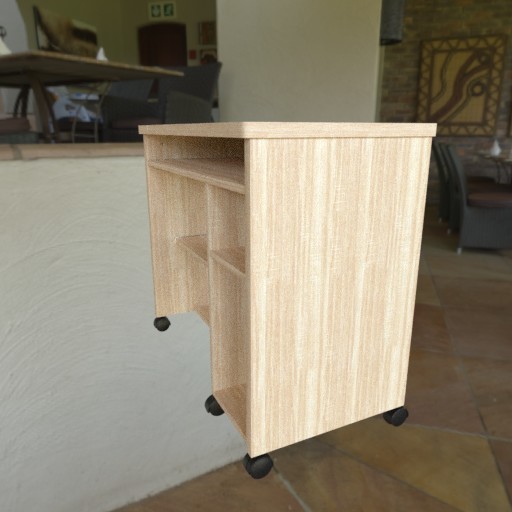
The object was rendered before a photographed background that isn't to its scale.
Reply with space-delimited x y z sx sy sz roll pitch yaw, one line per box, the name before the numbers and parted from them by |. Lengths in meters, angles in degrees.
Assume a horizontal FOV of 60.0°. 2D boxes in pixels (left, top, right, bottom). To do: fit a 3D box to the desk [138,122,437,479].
desk | 0.000 0.000 1.356 0.480 0.770 0.884 -8 18 -25
